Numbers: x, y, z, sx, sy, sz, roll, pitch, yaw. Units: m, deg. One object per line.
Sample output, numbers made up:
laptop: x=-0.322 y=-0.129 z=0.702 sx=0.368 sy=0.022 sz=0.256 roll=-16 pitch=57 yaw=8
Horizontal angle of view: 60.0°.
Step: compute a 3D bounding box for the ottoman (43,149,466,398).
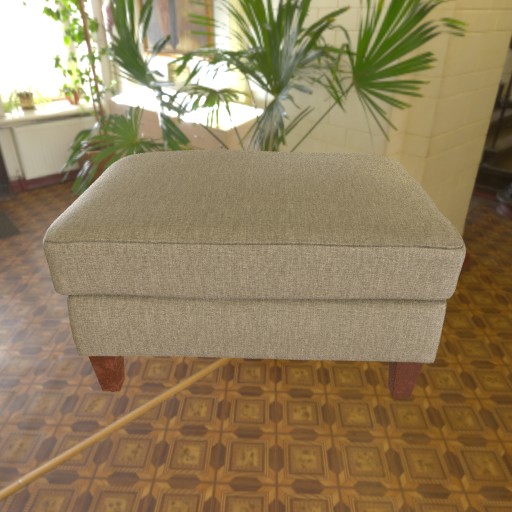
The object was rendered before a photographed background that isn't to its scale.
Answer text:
ottoman: x=0.000 y=0.000 z=1.232 sx=0.873 sy=0.494 sz=0.639 roll=1 pitch=29 yaw=1
